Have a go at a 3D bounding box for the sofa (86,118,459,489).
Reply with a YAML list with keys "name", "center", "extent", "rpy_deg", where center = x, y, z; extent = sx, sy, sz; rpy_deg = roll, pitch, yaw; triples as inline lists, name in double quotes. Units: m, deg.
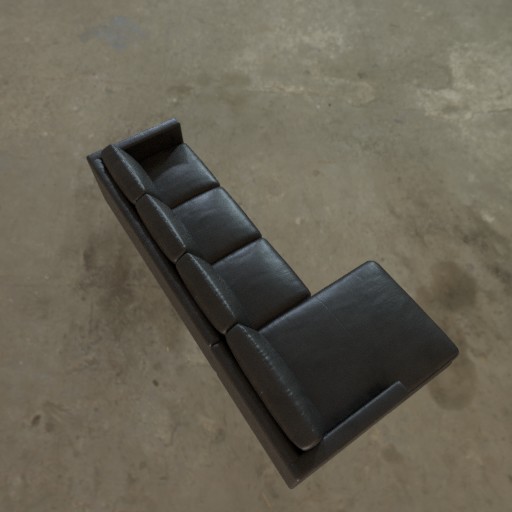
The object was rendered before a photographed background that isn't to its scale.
- name: "sofa"
  center: [0.000, 0.000, 3.809]
  extent: [1.581, 0.883, 3.203]
  rpy_deg: [-30, 63, -17]
